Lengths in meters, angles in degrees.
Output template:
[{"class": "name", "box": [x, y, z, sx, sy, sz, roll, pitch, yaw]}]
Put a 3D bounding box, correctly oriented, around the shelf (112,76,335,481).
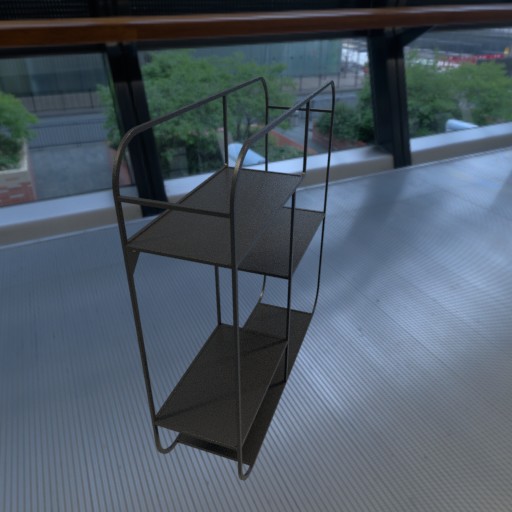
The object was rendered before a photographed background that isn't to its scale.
[{"class": "shelf", "box": [0.000, 0.000, 0.881, 0.160, 0.600, 0.600, 10, 31, 17]}]
